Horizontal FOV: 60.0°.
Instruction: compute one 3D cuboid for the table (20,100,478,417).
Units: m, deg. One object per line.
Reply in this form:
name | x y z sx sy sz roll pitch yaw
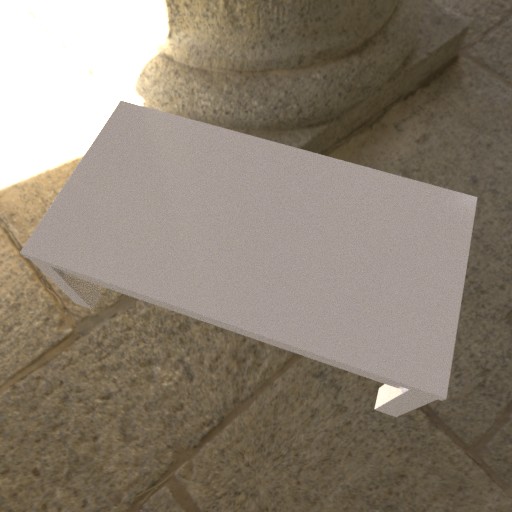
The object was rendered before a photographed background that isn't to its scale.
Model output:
table | 0.000 0.000 1.668 1.350 0.470 0.700 17 65 9
